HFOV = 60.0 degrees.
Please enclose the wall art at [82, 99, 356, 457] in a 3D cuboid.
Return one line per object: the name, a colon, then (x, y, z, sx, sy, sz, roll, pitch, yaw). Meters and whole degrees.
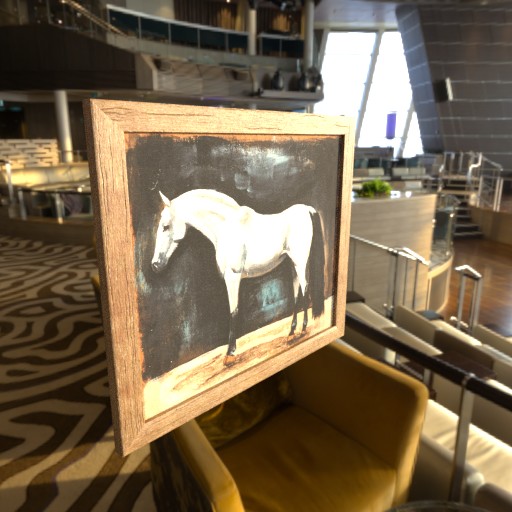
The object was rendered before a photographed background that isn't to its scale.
wall art: (0.000, 0.000, 0.941, 0.026, 0.588, 0.690, 14, 20, 42)
